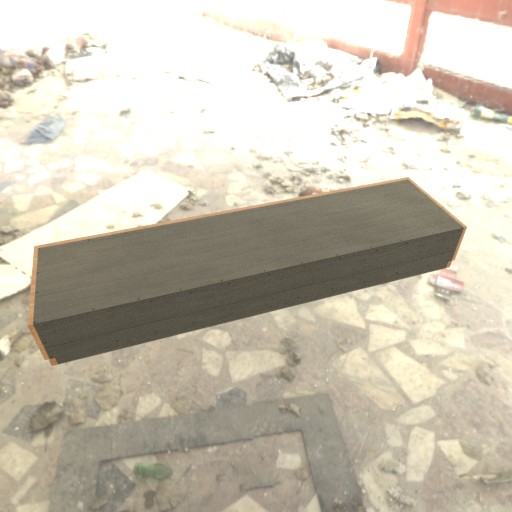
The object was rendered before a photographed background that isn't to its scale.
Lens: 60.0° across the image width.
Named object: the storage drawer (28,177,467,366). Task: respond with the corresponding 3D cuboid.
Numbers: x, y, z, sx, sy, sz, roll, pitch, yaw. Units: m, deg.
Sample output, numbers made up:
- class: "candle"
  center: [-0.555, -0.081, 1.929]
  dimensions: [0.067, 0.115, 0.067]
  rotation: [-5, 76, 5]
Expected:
- class: "storage drawer"
  center: [0.000, 0.000, 2.231]
  dimensions: [2.032, 0.264, 0.538]
  rotation: [-12, 42, -14]
